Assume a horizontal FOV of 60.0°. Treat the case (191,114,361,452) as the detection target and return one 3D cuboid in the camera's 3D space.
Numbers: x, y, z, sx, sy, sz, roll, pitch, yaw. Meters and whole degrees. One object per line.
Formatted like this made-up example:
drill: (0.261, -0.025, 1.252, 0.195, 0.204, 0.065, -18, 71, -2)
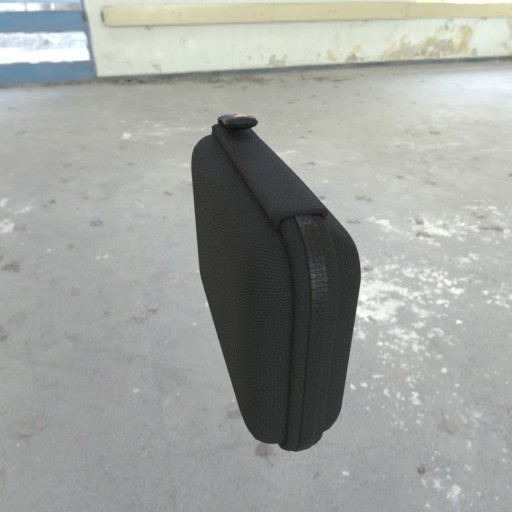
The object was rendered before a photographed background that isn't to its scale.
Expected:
case: (0.000, 0.000, 0.186, 0.038, 0.105, 0.132, -8, 33, -13)
